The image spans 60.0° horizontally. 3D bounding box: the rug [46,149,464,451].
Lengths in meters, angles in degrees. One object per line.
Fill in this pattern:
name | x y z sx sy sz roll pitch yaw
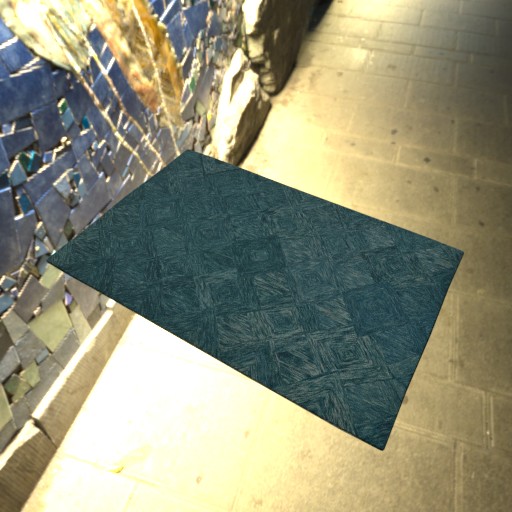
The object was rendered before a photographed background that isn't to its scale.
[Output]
rug | 0.000 0.000 2.173 1.728 0.017 1.136 24 51 21
